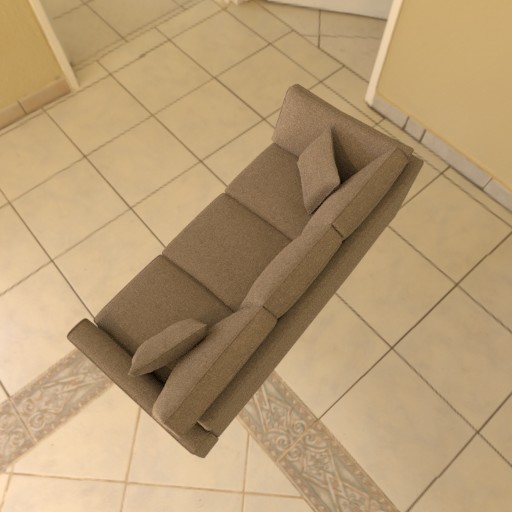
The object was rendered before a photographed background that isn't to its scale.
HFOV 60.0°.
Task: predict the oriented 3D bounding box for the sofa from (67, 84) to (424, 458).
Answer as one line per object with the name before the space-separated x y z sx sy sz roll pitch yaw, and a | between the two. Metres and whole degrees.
sofa | 0.000 0.000 2.952 1.061 0.962 2.317 36 69 16
